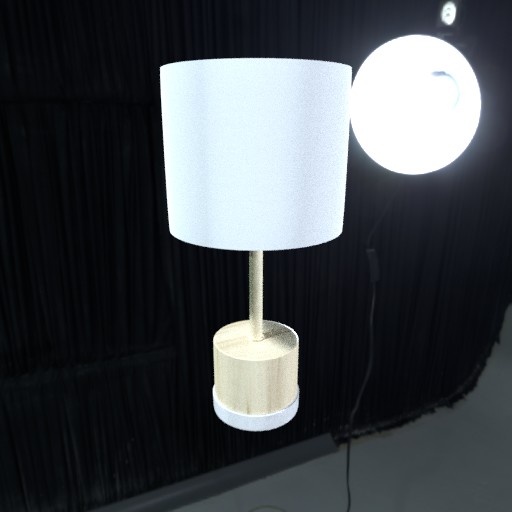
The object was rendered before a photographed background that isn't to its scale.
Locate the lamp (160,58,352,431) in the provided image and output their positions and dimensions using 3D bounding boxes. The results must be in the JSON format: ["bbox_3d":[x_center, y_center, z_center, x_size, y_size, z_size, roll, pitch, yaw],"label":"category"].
[{"bbox_3d":[0.000,0.000,0.605,0.229,0.470,0.229,-8,19,-25],"label":"lamp"}]
